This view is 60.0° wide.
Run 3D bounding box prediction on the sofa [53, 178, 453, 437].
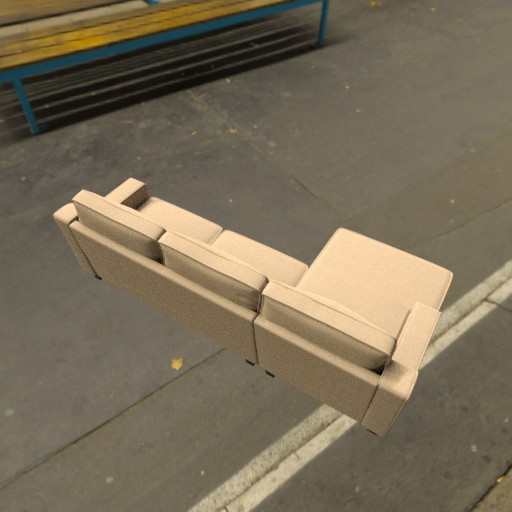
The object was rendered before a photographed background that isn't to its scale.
[{"bbox_3d":[0.000,0.000,3.206,2.561,0.928,1.294,25,52,21],"label":"sofa"}]
